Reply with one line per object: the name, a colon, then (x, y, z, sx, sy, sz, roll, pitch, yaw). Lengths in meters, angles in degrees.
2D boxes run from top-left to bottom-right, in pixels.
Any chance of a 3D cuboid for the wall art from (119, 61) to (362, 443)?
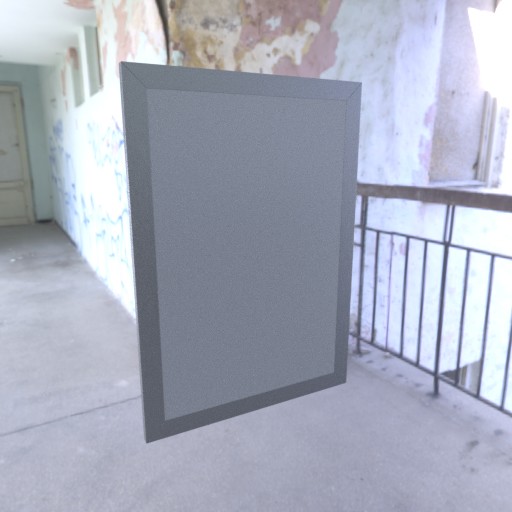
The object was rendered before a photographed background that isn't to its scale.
wall art: (0.000, 0.000, 0.688, 0.376, 0.529, 0.013, -7, 15, -27)
